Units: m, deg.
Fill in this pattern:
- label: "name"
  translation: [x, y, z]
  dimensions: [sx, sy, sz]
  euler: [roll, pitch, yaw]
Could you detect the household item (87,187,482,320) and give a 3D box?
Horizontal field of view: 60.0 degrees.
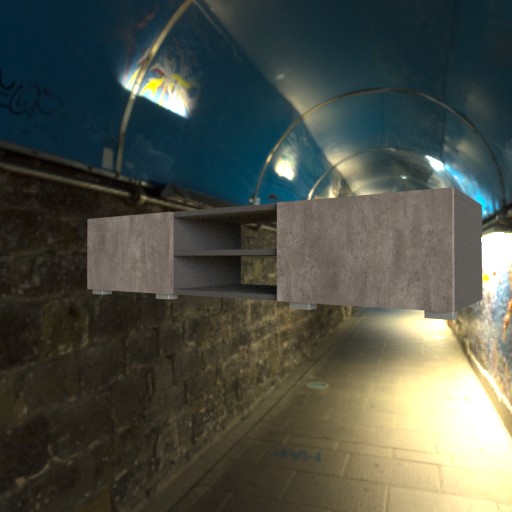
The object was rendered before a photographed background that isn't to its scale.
- label: "household item"
  translation: [0.000, 0.000, 1.589]
  dimensions: [1.400, 0.310, 0.420]
  euler: [0, -1, 35]
